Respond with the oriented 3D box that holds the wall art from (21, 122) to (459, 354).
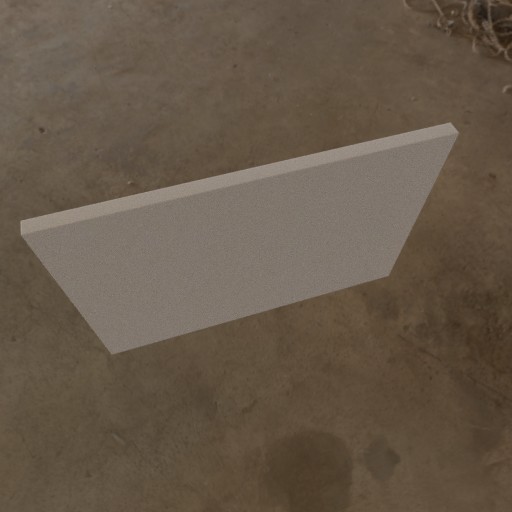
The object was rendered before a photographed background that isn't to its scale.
[{"bbox_3d":[0.000,0.000,1.132,0.898,0.601,0.038,-15,58,-9],"label":"wall art"}]
